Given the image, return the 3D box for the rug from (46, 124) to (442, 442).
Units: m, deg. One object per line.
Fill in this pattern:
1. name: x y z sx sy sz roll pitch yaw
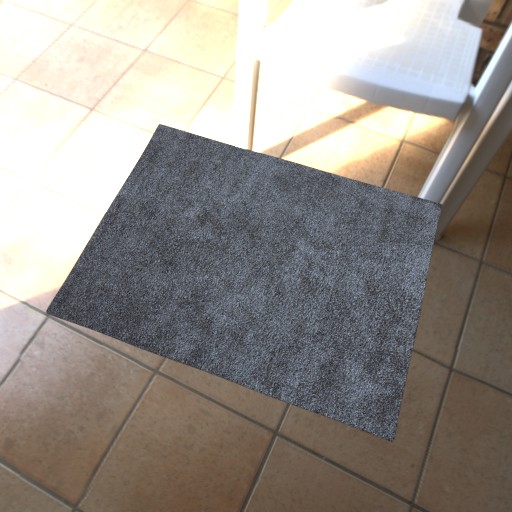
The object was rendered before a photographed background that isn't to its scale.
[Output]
1. rug: 0.000 0.000 2.147 1.601 0.025 1.198 18 65 9
